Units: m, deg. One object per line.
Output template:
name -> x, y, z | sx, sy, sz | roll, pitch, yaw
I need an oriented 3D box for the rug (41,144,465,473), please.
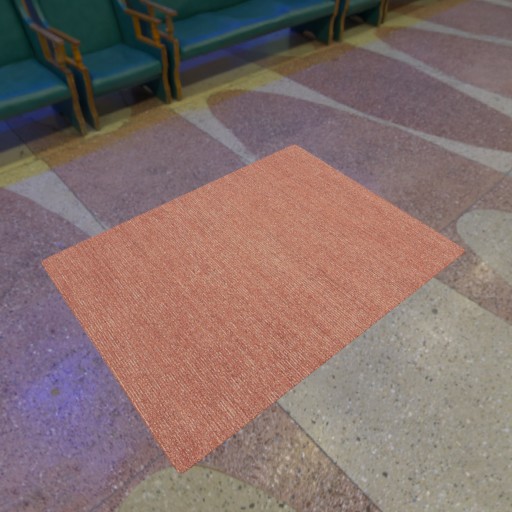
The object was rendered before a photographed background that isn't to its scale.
rug -> 0.000, 0.000, 2.741 | 2.112, 0.009, 1.594 | -30, 53, -26
